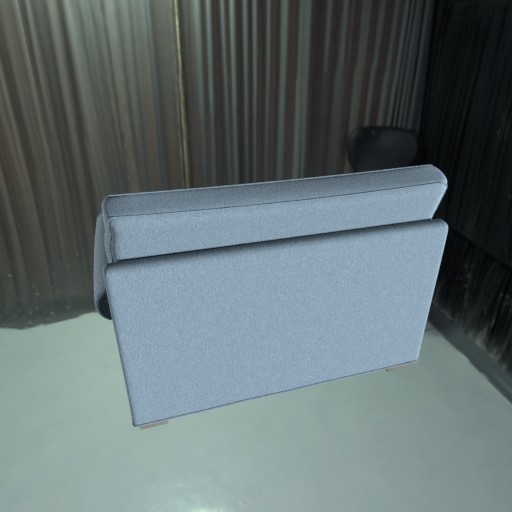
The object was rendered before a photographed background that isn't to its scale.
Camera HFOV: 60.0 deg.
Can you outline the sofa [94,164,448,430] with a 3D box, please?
[{"bbox_3d":[0.000,0.000,2.064,1.410,0.953,0.940,-8,28,-16],"label":"sofa"}]
